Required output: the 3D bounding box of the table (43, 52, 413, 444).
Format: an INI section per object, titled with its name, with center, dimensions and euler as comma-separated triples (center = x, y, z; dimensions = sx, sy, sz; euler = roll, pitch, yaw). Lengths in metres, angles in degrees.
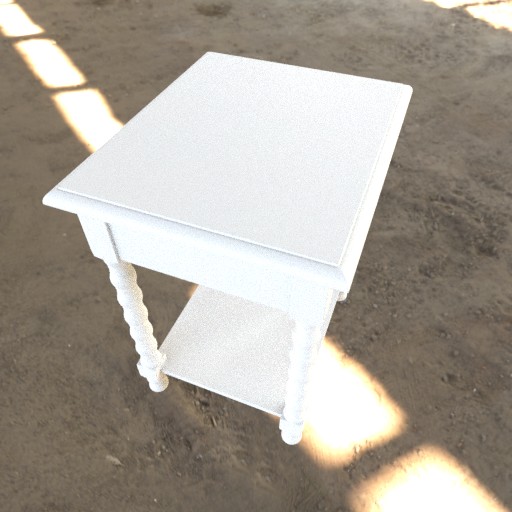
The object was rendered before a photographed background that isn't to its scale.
[table]
center = 0.000, 0.000, 0.821
dimensions = 0.381, 0.531, 0.460
euler = 16, 49, 15
